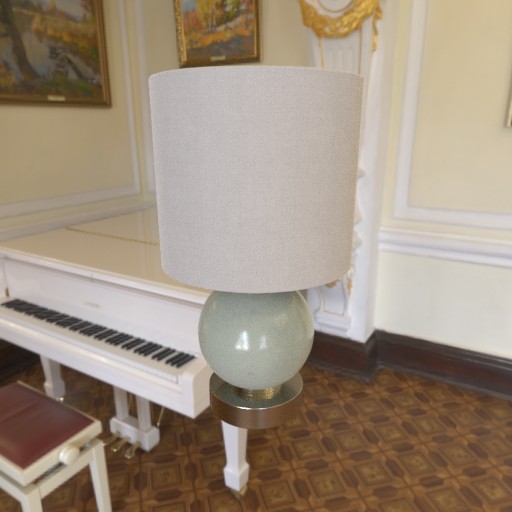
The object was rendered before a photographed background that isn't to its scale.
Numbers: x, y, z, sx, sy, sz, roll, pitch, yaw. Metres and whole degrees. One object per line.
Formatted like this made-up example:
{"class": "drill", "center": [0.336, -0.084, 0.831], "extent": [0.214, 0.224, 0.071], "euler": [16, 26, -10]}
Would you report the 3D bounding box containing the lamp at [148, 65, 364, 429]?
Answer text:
{"class": "lamp", "center": [0.000, 0.000, 0.473], "extent": [0.201, 0.353, 0.201], "euler": [15, 22, 41]}
